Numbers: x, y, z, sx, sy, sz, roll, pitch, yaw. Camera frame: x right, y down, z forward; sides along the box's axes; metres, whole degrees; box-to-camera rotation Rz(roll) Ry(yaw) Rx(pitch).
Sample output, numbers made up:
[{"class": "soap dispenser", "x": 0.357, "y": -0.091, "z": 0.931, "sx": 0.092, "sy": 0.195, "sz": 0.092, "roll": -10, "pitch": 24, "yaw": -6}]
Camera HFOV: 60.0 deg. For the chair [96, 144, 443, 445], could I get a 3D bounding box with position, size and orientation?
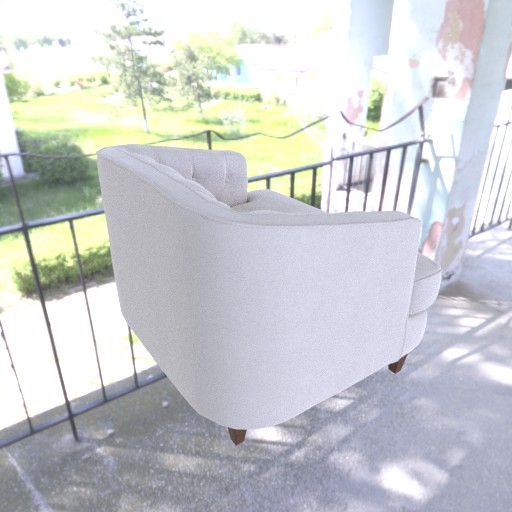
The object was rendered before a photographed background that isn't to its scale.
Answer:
[{"class": "chair", "x": 0.000, "y": 0.000, "z": 1.747, "sx": 0.941, "sy": 0.852, "sz": 1.104, "roll": -18, "pitch": 32, "yaw": -31}]
